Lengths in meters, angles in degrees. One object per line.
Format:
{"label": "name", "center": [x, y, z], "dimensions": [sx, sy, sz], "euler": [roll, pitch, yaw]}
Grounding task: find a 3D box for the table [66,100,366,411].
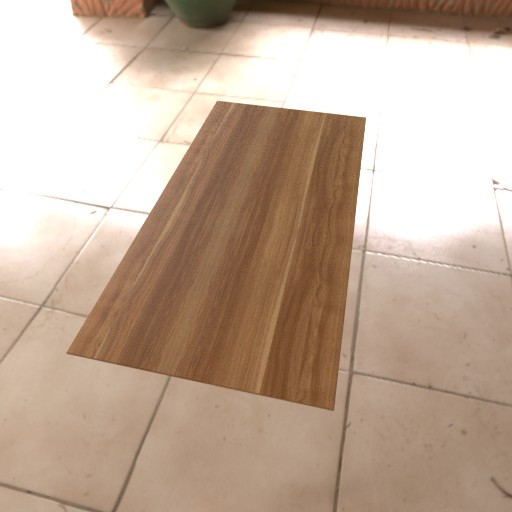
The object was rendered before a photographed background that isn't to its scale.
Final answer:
{"label": "table", "center": [0.000, 0.000, 2.529], "dimensions": [1.000, 0.770, 2.000], "euler": [9, 47, 9]}
